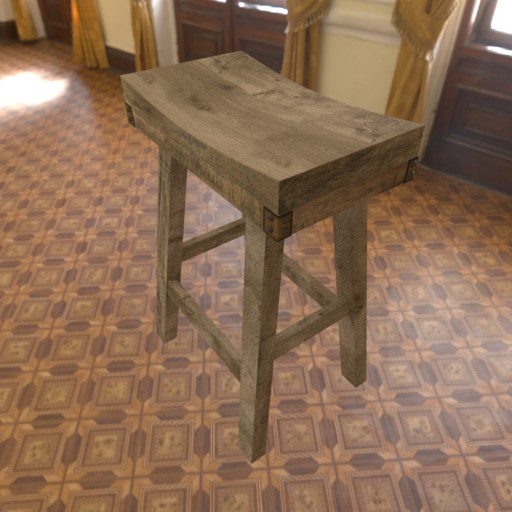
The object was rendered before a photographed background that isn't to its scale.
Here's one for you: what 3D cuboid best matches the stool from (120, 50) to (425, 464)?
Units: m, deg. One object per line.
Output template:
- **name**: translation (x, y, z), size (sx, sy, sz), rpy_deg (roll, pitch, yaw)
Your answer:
- **stool**: translation (0.000, 0.000, 0.884), size (0.330, 0.635, 0.450), rpy_deg (-25, 46, -27)
